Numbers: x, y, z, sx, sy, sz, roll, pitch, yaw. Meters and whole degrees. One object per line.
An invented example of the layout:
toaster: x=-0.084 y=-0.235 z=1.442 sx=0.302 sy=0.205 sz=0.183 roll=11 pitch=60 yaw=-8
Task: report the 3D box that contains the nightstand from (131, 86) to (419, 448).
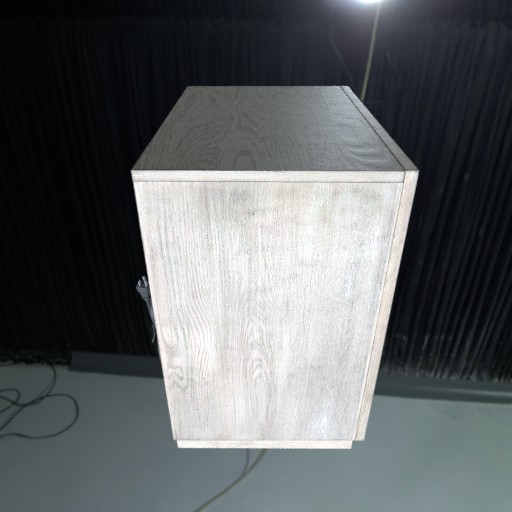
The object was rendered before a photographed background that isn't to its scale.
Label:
nightstand: x=0.000 y=0.000 z=1.083 sx=0.483 sy=0.673 sz=0.612 roll=0 pitch=32 yaw=0
